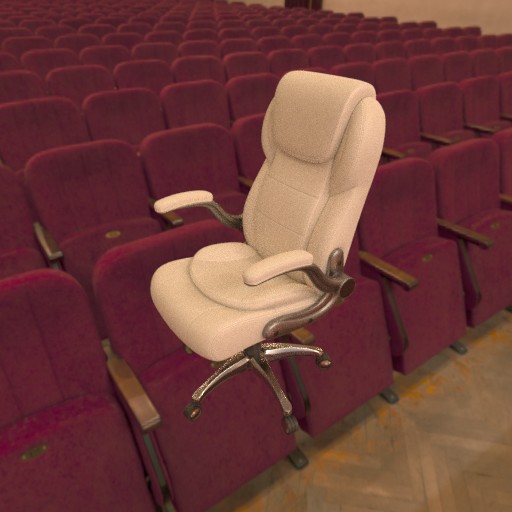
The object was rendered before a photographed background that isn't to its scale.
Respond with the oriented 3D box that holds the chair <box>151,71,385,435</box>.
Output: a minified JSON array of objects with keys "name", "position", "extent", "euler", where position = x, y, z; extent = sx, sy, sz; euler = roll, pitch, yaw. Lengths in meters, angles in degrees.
[{"name":"chair","position":[0.000,0.000,1.811],"extent":[0.806,1.330,0.755],"euler":[-19,35,-30]}]
